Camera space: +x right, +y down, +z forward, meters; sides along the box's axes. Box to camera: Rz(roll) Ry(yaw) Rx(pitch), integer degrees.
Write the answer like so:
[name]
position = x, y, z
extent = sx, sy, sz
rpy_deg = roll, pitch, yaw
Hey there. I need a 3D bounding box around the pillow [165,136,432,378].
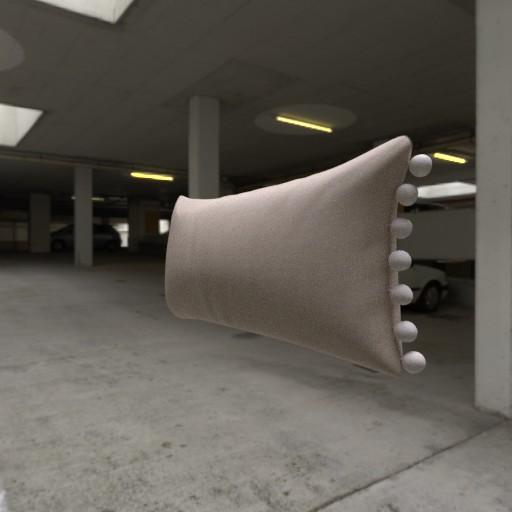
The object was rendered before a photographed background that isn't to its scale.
[pillow]
position = 0.000, 0.000, 0.843
extent = 0.201, 0.322, 0.709
rpy_deg = 0, 1, -37
